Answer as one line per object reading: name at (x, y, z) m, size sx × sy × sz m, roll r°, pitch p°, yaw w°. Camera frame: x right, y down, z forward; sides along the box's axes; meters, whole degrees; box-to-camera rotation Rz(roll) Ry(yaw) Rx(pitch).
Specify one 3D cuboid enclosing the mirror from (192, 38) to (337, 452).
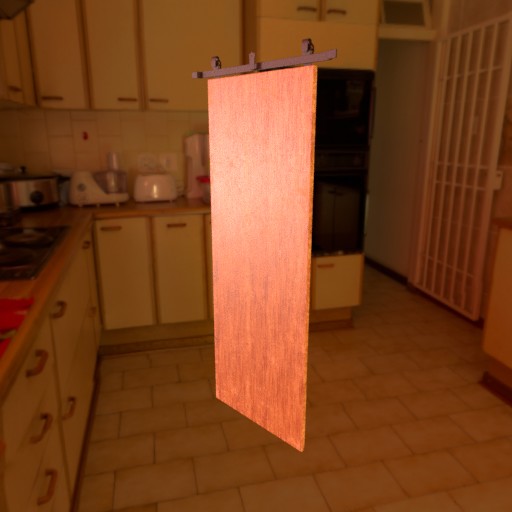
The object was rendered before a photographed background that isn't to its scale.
mirror at (0.000, 0.000, 2.083) m, size 0.042 × 1.793 × 0.847 m, roll -14°, pitch 21°, yaw -42°
